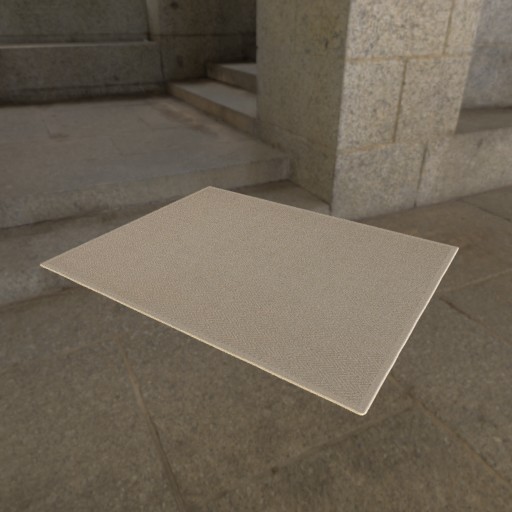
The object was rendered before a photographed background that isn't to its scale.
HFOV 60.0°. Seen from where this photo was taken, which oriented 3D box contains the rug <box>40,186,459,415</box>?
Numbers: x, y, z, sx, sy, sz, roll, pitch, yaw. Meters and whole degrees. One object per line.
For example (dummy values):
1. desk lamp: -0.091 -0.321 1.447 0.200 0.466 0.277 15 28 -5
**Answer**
1. rug: 0.000 0.000 4.089 3.051 0.020 2.407 18 34 29
